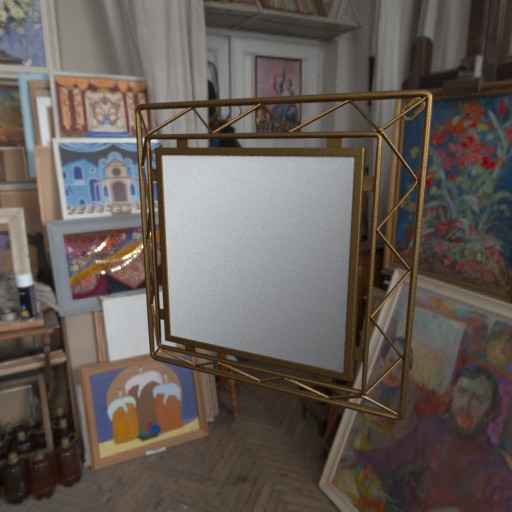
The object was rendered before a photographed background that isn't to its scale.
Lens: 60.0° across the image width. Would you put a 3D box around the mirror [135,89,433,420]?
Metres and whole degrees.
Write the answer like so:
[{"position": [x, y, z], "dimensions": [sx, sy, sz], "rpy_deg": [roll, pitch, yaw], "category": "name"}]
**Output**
[{"position": [0.000, 0.000, 0.606], "dimensions": [0.416, 0.414, 0.046], "rpy_deg": [7, 15, 25], "category": "mirror"}]
